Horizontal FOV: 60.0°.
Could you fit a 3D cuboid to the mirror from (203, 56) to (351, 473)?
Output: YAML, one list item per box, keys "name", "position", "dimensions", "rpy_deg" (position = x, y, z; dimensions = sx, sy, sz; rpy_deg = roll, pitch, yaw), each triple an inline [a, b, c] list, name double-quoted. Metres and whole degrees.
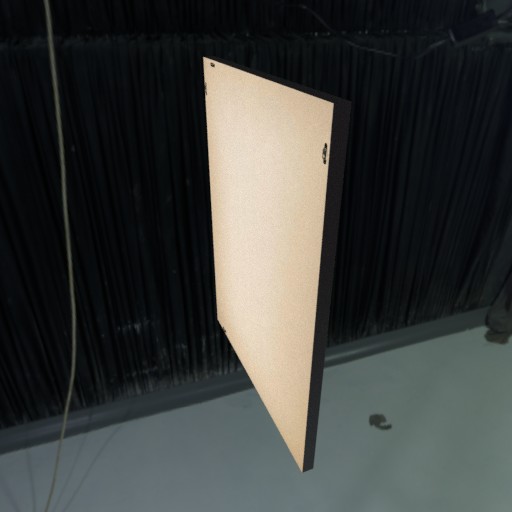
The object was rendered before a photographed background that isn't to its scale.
- name: "mirror"
  position: [0.000, 0.000, 1.319]
  dimensions: [0.041, 1.016, 0.762]
  rpy_deg: [-12, 32, -19]
